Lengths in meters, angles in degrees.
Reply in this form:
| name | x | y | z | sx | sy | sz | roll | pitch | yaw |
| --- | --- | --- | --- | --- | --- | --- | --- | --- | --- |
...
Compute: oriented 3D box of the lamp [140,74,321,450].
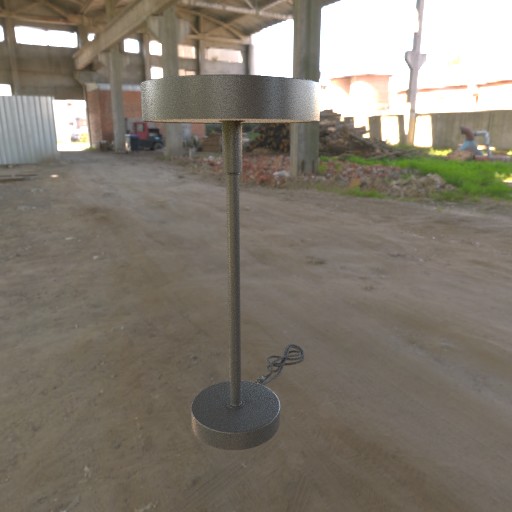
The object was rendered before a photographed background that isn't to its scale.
| name | x | y | z | sx | sy | sz | roll | pitch | yaw |
| --- | --- | --- | --- | --- | --- | --- | --- | --- | --- |
| lamp | 0.000 | 0.000 | 0.698 | 0.229 | 0.508 | 0.369 | 8 | 17 | 26 |
